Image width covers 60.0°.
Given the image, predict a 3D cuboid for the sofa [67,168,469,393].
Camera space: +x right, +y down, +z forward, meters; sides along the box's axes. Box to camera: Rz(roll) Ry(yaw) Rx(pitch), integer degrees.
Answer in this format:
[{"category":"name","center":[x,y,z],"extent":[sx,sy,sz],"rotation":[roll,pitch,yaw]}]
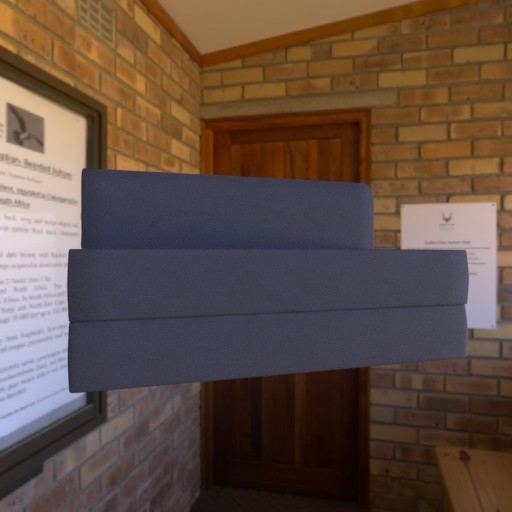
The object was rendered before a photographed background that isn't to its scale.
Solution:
[{"category":"sofa","center":[0.000,0.000,1.608],"extent":[1.219,0.660,0.762],"rotation":[0,1,-18]}]
